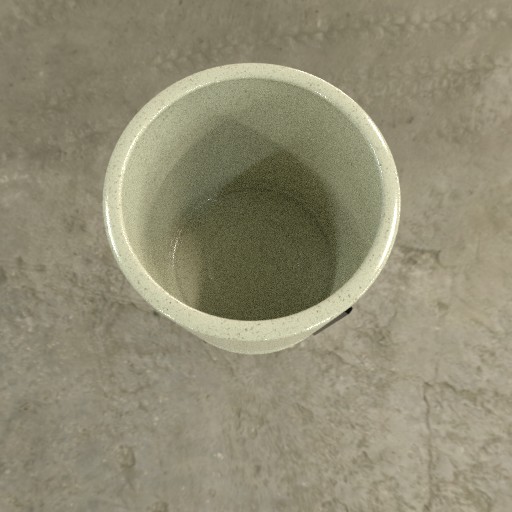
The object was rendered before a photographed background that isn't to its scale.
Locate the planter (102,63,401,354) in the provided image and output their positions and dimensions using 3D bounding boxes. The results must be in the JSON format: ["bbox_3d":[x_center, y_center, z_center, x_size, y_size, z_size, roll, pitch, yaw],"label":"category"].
[{"bbox_3d":[0.000,0.000,0.534,0.243,0.390,0.234,39,79,9],"label":"planter"}]
